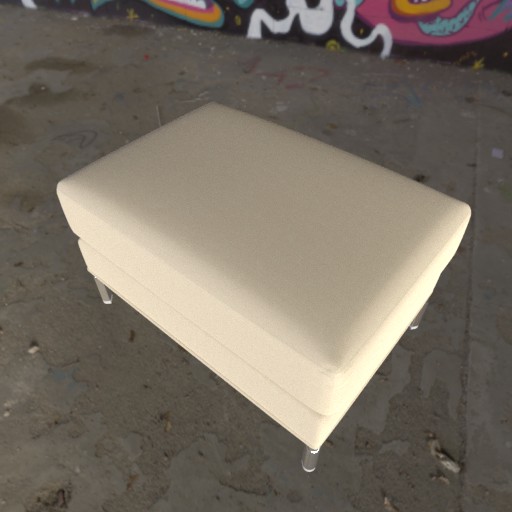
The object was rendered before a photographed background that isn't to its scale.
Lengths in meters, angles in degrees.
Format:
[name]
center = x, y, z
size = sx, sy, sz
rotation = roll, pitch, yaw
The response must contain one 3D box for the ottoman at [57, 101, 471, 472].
[ottoman]
center = 0.000, 0.000, 1.186
size = 0.835, 0.497, 0.581
rotation = 31, 53, 27
